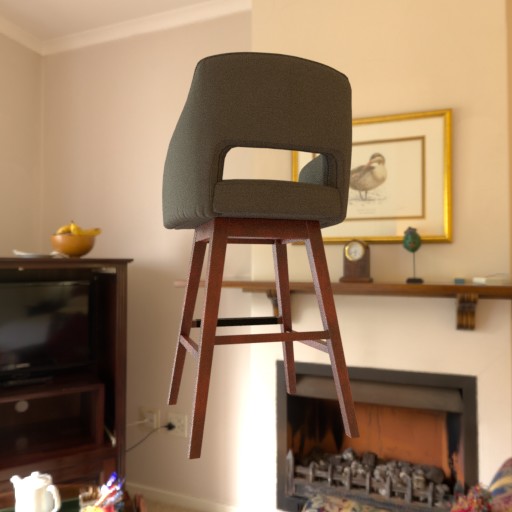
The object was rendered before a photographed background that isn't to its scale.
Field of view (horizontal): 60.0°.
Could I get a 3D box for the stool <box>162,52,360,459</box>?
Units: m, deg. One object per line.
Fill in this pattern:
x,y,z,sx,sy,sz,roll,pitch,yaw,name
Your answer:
0.000,0.000,1.365,0.548,1.012,0.558,1,-2,-18,stool
